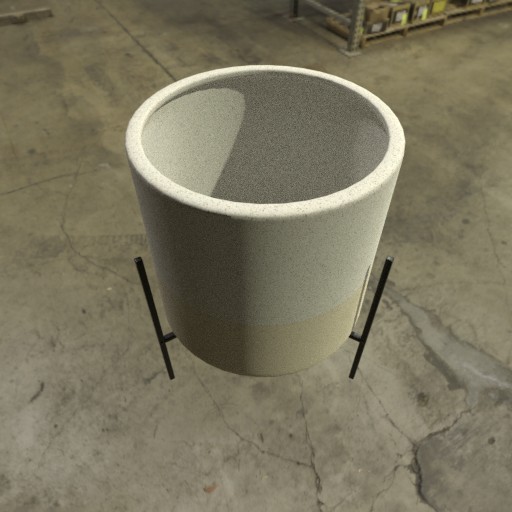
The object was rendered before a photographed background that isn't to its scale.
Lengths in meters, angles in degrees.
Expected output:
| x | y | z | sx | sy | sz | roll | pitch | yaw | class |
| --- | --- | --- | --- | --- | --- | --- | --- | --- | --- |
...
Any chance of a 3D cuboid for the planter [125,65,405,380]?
| x | y | z | sx | sy | sz | roll | pitch | yaw | class |
| --- | --- | --- | --- | --- | --- | --- | --- | --- | --- |
| 0.000 | 0.000 | 0.646 | 0.335 | 0.423 | 0.313 | -23 | 51 | -20 | planter |
